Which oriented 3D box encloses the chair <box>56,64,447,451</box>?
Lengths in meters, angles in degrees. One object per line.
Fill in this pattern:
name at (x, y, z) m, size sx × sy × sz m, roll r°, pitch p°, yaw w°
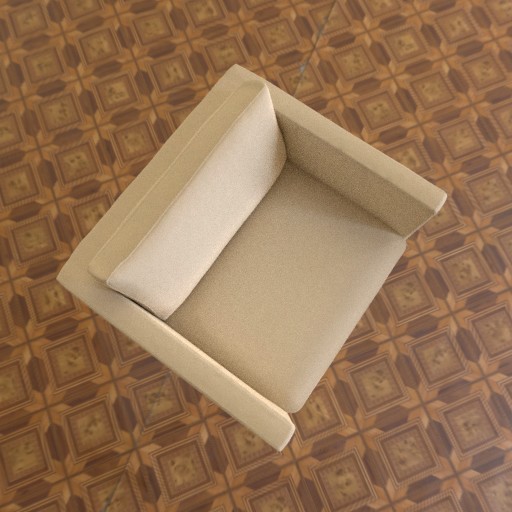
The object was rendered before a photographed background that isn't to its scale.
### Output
chair at (0.000, 0.000, 1.757) m, size 0.947 × 0.851 × 1.057 m, roll 35°, pitch 79°, yaw 8°
